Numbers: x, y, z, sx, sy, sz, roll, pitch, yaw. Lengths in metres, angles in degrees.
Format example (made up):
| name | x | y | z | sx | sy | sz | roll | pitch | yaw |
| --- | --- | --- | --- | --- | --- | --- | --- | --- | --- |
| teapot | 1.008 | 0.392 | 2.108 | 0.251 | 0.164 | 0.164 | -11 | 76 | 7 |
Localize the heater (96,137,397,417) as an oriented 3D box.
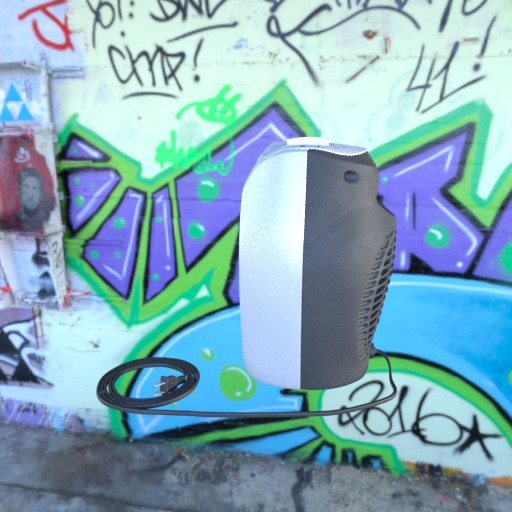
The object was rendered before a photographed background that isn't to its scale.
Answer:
| name | x | y | z | sx | sy | sz | roll | pitch | yaw |
| --- | --- | --- | --- | --- | --- | --- | --- | --- | --- |
| heater | 0.000 | 0.000 | 0.462 | 0.291 | 0.240 | 0.239 | 3 | 15 | 10 |
